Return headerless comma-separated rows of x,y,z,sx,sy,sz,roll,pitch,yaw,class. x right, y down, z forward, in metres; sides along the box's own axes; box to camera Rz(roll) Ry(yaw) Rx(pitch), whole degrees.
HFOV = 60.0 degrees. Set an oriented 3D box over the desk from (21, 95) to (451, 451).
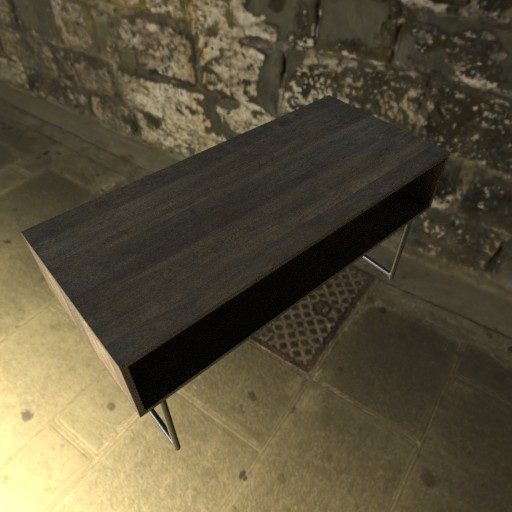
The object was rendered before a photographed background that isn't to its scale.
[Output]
0.000,0.000,2.026,1.600,0.780,0.730,-32,54,-27,desk
